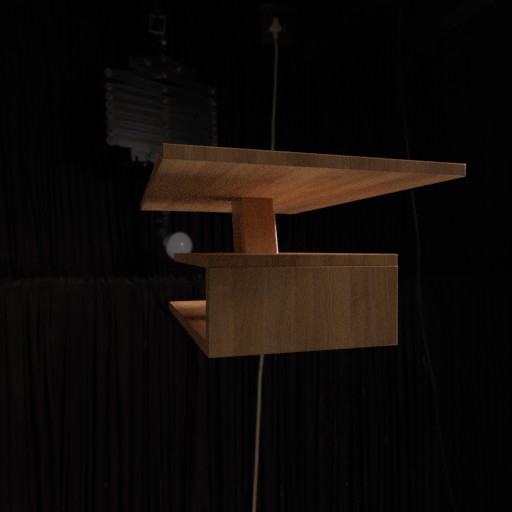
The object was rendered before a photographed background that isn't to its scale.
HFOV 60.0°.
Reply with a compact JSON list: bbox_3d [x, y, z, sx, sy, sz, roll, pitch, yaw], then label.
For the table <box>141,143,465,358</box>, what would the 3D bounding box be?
[{"bbox_3d":[0.000,0.000,1.471,0.700,0.442,1.100,0,1,-17],"label":"table"}]
